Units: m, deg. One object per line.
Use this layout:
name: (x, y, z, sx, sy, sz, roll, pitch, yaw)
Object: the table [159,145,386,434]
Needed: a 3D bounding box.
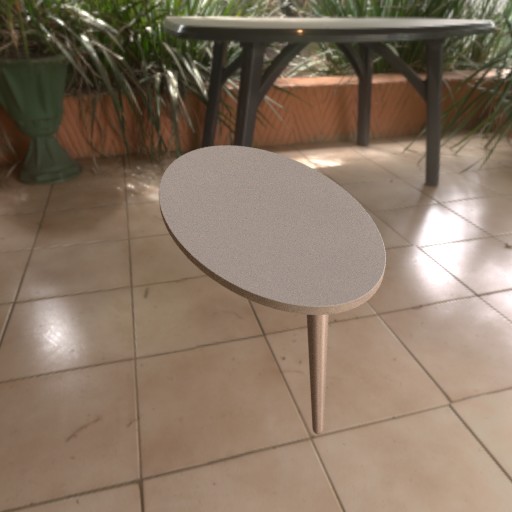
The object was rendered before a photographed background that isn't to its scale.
table: (0.000, 0.000, 1.371, 0.542, 0.390, 1.083, -8, 31, -14)
